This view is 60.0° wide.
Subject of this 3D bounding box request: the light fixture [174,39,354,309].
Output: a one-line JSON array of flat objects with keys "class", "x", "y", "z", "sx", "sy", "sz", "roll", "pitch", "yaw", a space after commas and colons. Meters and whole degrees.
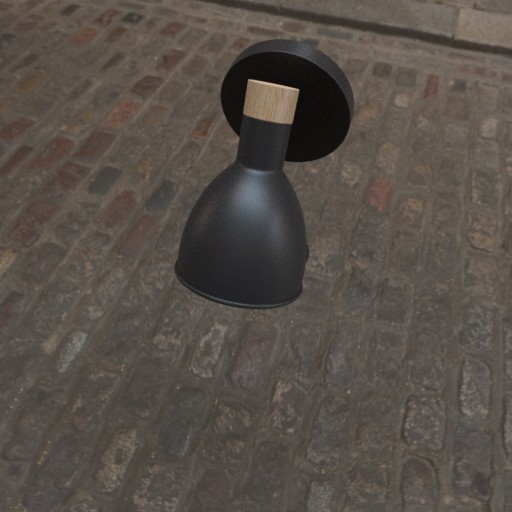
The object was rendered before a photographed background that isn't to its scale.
[{"class": "light fixture", "x": 0.000, "y": 0.000, "z": 0.488, "sx": 0.127, "sy": 0.401, "sz": 0.203, "roll": 15, "pitch": 59, "yaw": 9}]
